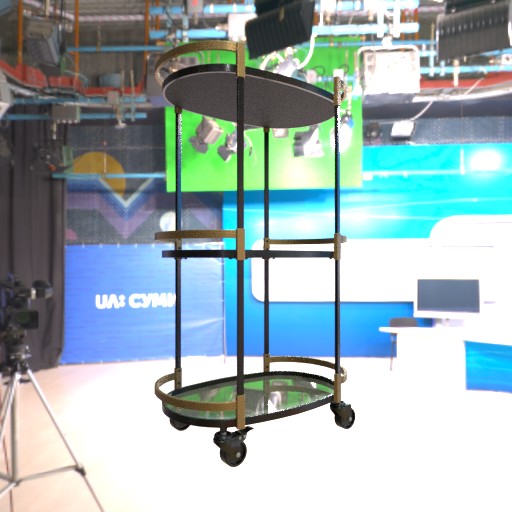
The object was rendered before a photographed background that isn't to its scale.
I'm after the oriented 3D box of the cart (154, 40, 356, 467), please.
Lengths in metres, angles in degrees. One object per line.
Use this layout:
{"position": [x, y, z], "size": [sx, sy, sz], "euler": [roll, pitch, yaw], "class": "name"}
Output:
{"position": [0.000, 0.000, 1.124], "size": [0.515, 0.885, 0.311], "euler": [0, 0, -36], "class": "cart"}
